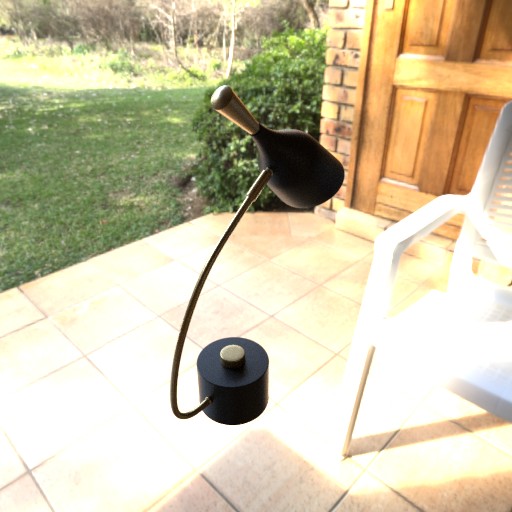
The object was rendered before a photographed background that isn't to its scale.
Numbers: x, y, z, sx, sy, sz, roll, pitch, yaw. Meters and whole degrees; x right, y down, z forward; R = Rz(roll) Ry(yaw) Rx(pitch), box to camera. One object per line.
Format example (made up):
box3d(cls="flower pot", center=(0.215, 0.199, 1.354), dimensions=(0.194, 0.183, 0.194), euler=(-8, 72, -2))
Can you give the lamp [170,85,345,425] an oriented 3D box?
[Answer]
box3d(cls="lamp", center=(0.000, 0.000, 0.624), dimensions=(0.110, 0.464, 0.352), euler=(21, 36, 33))
